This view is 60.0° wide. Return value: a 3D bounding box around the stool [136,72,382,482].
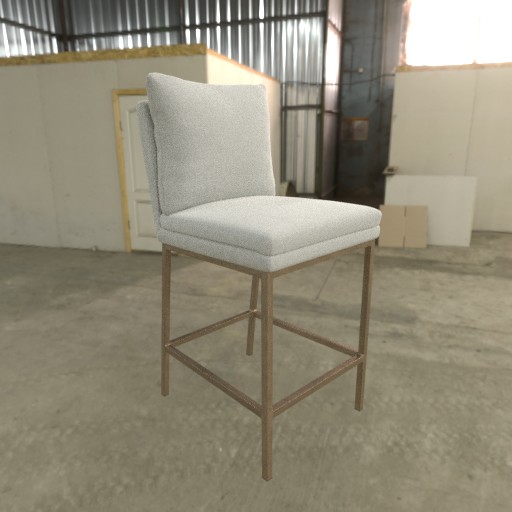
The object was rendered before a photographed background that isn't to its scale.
[{"bbox_3d":[0.000,0.000,1.346,0.463,1.032,0.572,-15,22,-42],"label":"stool"}]
